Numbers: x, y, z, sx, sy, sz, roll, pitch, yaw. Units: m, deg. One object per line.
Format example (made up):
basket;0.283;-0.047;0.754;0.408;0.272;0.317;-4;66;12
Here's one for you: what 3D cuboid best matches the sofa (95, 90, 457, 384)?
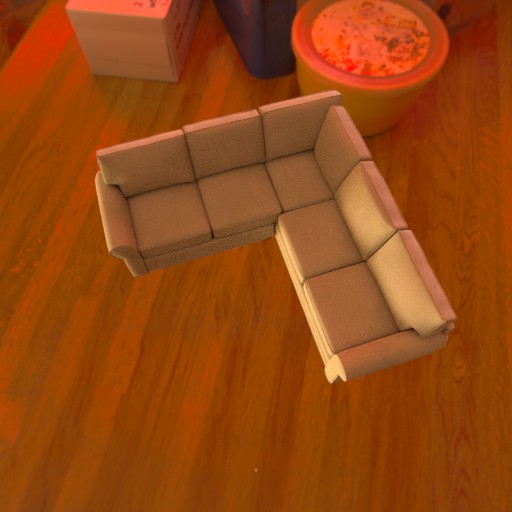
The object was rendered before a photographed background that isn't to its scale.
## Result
sofa;0.000;0.000;3.996;2.487;1.053;2.562;-16;65;-8
